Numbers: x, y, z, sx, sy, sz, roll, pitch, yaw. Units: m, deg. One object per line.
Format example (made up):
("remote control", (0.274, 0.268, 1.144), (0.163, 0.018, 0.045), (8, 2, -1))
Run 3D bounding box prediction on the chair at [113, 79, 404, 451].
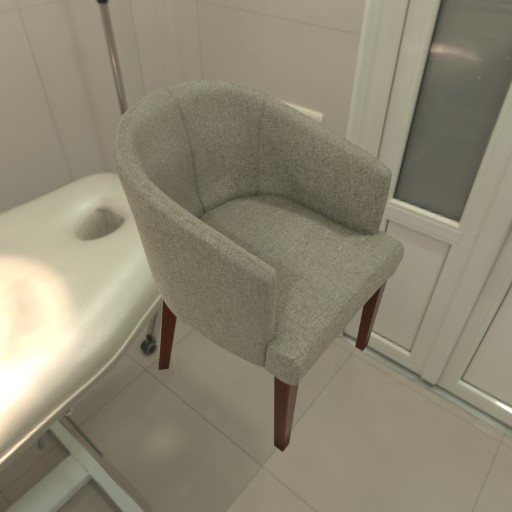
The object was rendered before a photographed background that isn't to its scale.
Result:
("chair", (0.000, 0.000, 1.258), (0.655, 0.811, 0.583), (28, 49, 28))
